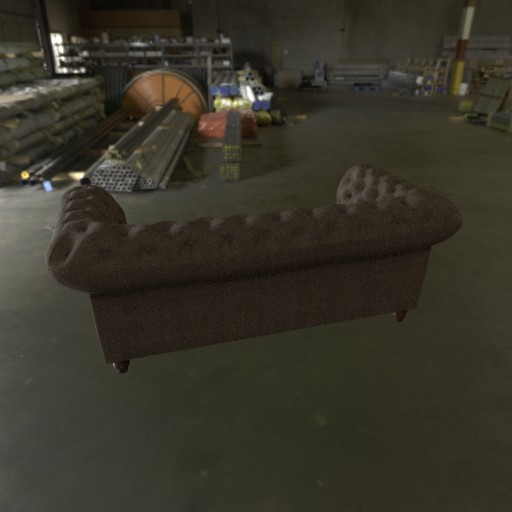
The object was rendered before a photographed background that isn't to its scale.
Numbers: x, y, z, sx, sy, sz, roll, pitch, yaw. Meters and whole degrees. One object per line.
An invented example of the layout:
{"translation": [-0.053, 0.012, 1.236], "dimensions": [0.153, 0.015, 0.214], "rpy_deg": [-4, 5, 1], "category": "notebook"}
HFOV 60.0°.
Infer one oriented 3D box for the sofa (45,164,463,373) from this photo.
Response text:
{"translation": [0.000, 0.000, 2.502], "dimensions": [2.048, 0.780, 0.944], "rpy_deg": [-7, 26, -15], "category": "sofa"}
